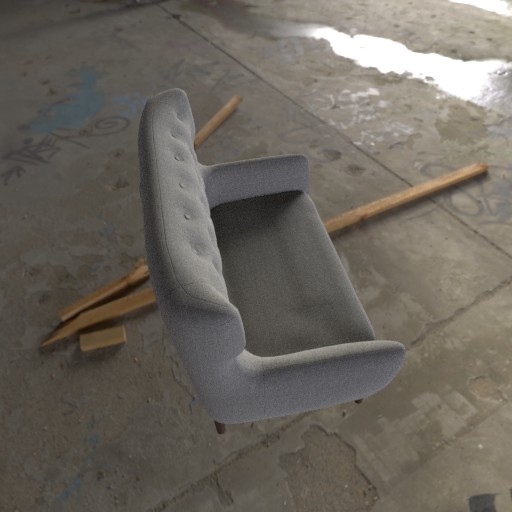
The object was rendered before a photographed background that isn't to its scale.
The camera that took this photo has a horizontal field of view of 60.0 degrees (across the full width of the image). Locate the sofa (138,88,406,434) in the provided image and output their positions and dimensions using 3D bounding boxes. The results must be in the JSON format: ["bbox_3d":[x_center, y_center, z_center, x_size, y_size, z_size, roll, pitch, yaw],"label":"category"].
[{"bbox_3d":[0.000,0.000,2.027,0.884,1.028,1.386,-9,48,-8],"label":"sofa"}]
